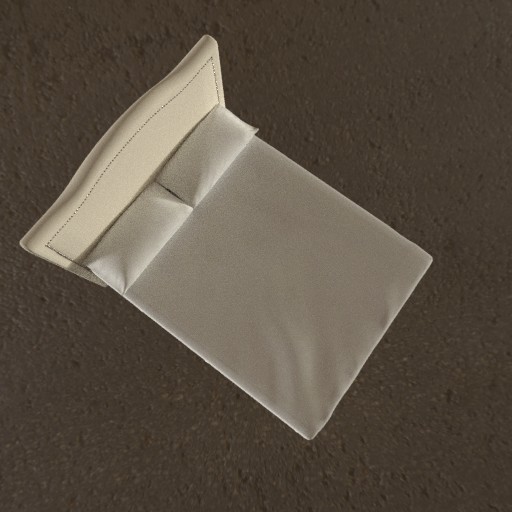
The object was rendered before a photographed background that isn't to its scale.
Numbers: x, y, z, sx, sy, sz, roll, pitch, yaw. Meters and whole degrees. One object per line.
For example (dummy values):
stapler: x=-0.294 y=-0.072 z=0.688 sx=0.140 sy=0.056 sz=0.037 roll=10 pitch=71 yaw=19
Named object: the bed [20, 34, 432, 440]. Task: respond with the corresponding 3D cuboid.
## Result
bed: x=0.000 y=0.000 z=3.169 sx=2.143 sy=1.460 sz=1.753 roll=36 pitch=80 yaw=8
